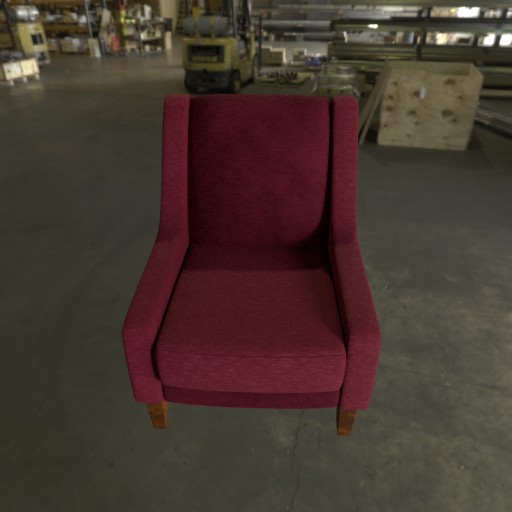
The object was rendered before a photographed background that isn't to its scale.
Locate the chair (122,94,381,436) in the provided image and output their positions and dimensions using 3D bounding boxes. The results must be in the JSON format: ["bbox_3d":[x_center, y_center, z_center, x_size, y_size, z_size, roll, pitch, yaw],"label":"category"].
[{"bbox_3d":[0.000,0.000,1.680,0.793,1.017,0.985,1,30,2],"label":"chair"}]
